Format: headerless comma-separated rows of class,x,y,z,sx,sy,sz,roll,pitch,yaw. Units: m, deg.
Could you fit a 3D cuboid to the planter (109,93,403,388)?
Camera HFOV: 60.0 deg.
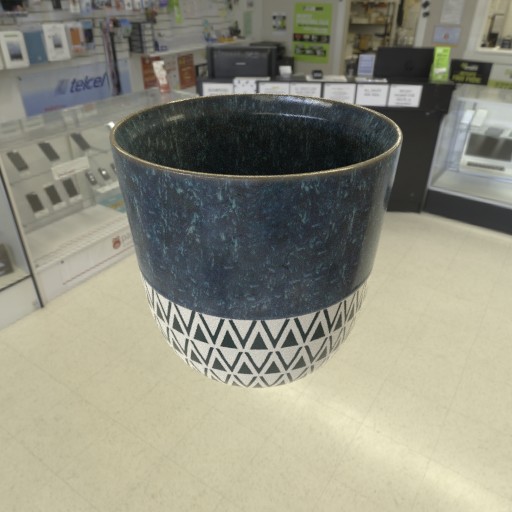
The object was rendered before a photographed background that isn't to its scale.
planter,0.000,0.000,0.361,0.195,0.214,0.195,0,32,0
